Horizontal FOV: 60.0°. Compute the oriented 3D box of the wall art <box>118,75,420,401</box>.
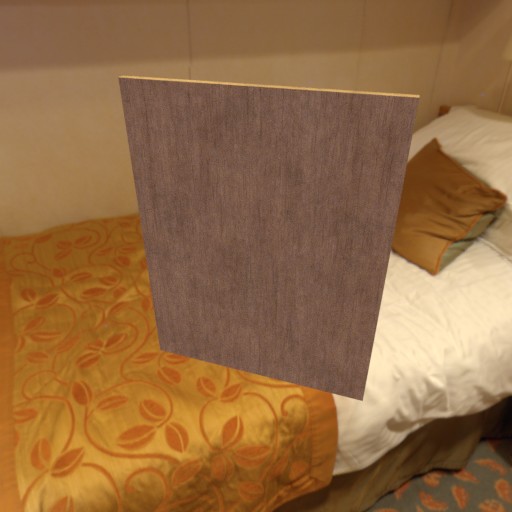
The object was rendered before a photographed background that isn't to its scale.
[{"bbox_3d":[0.000,0.000,0.938,0.534,0.686,0.018,10,33,16],"label":"wall art"}]
